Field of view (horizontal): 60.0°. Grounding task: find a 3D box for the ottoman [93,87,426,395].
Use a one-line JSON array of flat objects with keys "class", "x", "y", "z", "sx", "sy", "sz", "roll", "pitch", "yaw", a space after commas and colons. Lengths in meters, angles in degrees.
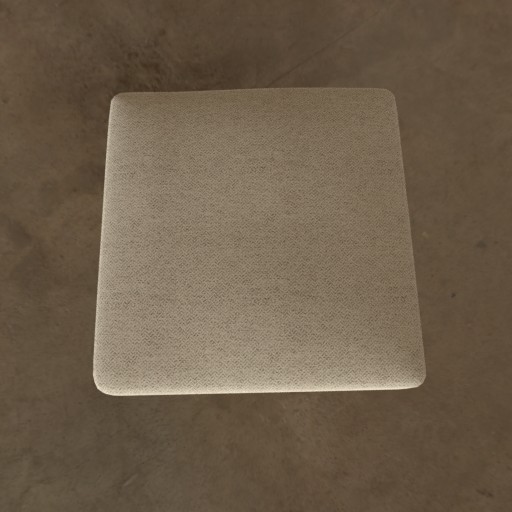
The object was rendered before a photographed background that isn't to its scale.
[{"class": "ottoman", "x": 0.000, "y": 0.000, "z": 0.904, "sx": 0.512, "sy": 0.453, "sz": 0.521, "roll": -1, "pitch": 76, "yaw": 0}]
